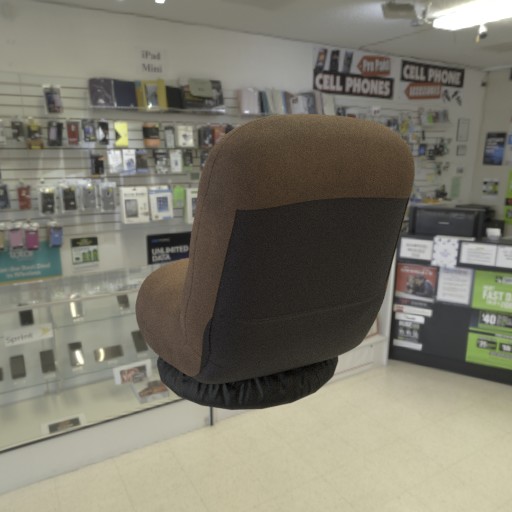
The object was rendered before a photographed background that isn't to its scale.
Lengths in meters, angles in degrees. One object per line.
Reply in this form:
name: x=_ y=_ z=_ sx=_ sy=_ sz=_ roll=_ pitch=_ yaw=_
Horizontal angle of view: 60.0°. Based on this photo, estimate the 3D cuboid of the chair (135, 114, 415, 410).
chair: x=0.000 y=0.000 z=1.023 sx=0.521 sy=0.594 sz=0.597 roll=-7 pitch=15 yaw=-27
